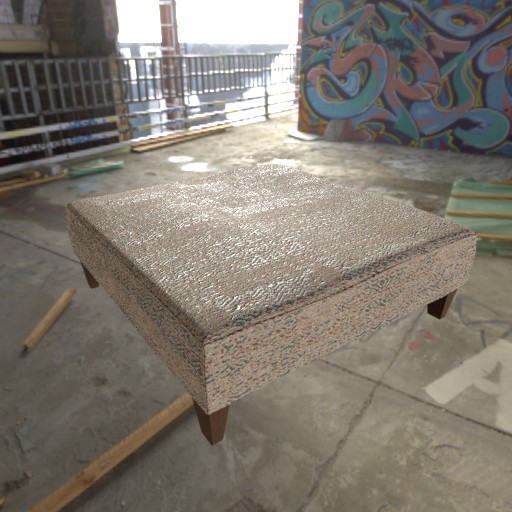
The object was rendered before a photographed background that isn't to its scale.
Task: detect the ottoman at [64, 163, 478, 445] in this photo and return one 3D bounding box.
[{"bbox_3d":[0.000,0.000,1.511,0.968,0.356,1.004,-17,31,-32],"label":"ottoman"}]
